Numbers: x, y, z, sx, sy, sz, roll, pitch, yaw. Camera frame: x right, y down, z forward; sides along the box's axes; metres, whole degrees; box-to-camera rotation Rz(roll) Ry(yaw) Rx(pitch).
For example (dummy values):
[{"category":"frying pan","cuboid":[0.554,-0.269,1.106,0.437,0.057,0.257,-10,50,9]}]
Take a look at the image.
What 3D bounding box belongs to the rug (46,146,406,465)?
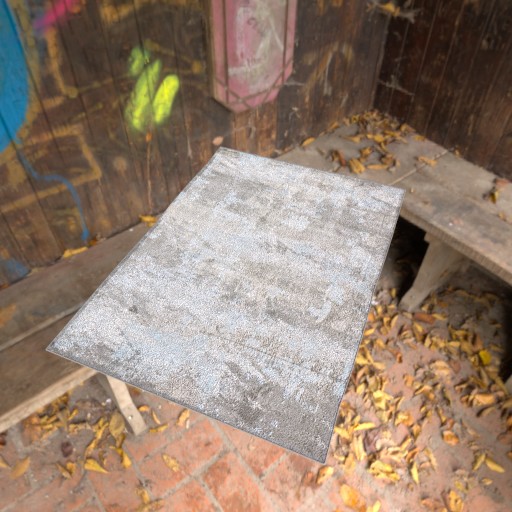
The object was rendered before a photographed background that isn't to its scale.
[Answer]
[{"category":"rug","cuboid":[0.000,0.000,4.393,2.393,0.013,3.307,17,48,15]}]
